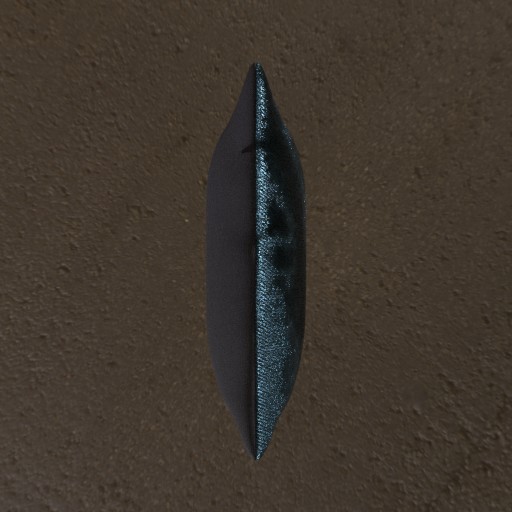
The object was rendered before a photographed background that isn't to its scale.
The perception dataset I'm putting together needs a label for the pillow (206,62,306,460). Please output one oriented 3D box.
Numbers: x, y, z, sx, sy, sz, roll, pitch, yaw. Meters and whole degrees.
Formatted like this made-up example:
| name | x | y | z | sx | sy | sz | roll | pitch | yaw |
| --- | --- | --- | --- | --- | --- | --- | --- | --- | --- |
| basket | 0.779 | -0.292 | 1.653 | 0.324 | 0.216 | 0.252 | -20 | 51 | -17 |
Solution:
| name | x | y | z | sx | sy | sz | roll | pitch | yaw |
| --- | --- | --- | --- | --- | --- | --- | --- | --- | --- |
| pillow | 0.000 | 0.000 | 0.669 | 0.138 | 0.430 | 0.436 | 0 | 90 | -1 |
